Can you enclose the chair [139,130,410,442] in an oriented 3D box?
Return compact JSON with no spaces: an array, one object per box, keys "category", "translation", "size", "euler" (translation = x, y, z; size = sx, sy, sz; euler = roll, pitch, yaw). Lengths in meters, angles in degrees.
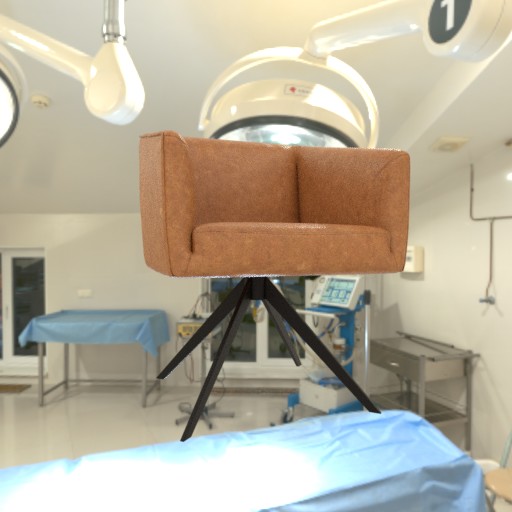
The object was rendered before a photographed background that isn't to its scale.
[{"category":"chair","translation":[0.000,0.000,1.215],"size":[0.588,0.760,0.625],"euler":[0,1,-19]}]
